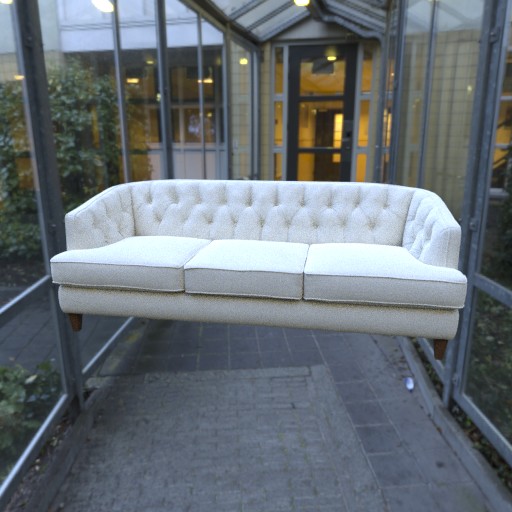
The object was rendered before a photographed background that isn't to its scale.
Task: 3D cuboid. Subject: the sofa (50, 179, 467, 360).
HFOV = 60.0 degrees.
[{"bbox_3d":[0.000,0.000,2.775,2.278,0.855,0.941,3,15,9],"label":"sofa"}]
